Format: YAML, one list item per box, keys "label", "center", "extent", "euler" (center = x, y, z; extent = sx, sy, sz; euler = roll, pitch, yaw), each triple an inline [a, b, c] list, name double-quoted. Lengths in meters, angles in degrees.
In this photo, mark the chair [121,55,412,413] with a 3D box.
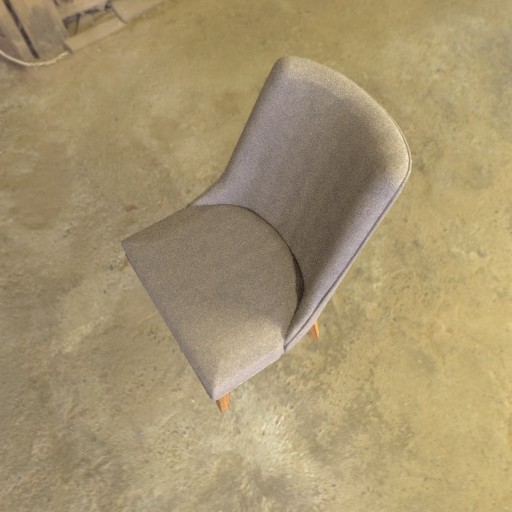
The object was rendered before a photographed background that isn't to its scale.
- label: "chair"
  center: [0.000, 0.000, 1.298]
  extent: [0.636, 0.916, 0.548]
  euler: [-31, 67, -14]
